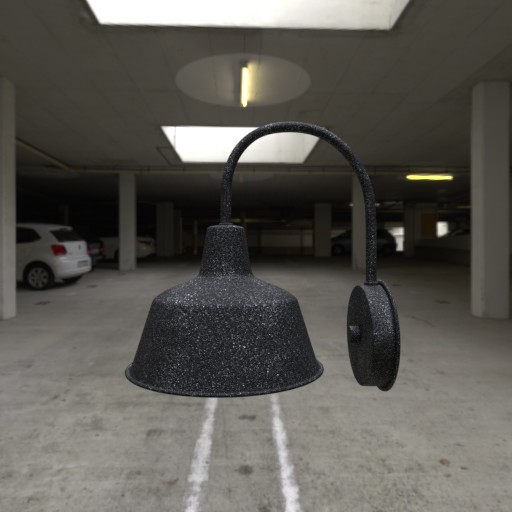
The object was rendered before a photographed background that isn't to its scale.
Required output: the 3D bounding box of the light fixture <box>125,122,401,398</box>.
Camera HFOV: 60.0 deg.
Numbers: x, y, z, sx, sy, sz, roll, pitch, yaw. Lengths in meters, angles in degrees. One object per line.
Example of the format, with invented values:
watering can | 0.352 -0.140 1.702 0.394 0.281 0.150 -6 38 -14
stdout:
light fixture | 0.000 0.000 0.495 0.283 0.300 0.216 0 0 -2
